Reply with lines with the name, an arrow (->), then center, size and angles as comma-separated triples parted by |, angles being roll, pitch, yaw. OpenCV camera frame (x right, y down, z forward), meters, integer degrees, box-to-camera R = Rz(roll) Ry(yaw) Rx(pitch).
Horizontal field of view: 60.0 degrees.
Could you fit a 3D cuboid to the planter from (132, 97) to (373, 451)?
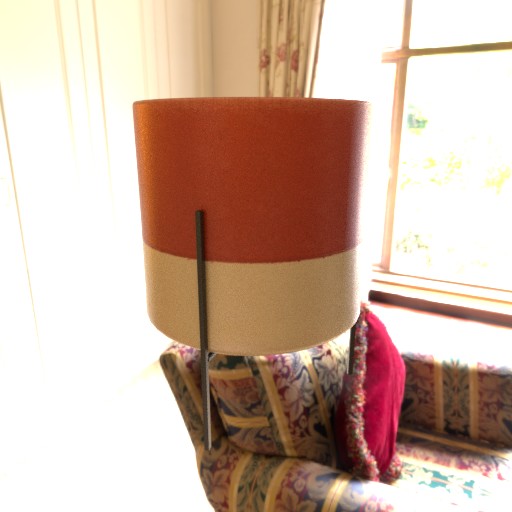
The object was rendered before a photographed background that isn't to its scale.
planter -> 0.000, 0.000, 0.713 | 0.354, 0.465, 0.345 | -3, 17, -9
